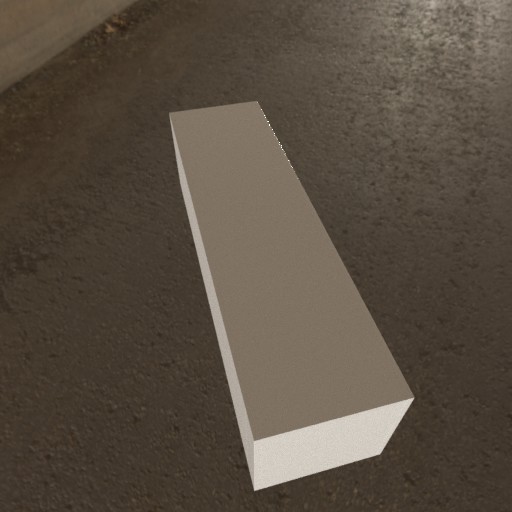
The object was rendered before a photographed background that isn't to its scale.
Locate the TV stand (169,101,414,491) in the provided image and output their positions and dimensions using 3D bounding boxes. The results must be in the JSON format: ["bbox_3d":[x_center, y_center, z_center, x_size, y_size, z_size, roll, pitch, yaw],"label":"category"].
[{"bbox_3d":[0.000,0.000,1.708,0.410,0.440,1.500,-11,49,-10],"label":"TV stand"}]
